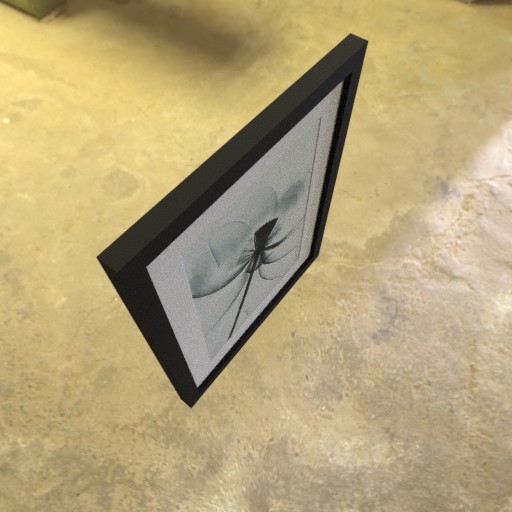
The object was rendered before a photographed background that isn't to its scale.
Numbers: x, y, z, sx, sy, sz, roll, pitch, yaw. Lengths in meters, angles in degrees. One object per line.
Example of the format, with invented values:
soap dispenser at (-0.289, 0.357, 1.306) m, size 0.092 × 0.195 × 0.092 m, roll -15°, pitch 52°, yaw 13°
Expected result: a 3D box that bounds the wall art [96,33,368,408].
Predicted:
wall art at (0.000, 0.000, 0.750) m, size 0.029 × 0.559 × 0.457 m, roll 34°, pitch 64°, yaw 19°
